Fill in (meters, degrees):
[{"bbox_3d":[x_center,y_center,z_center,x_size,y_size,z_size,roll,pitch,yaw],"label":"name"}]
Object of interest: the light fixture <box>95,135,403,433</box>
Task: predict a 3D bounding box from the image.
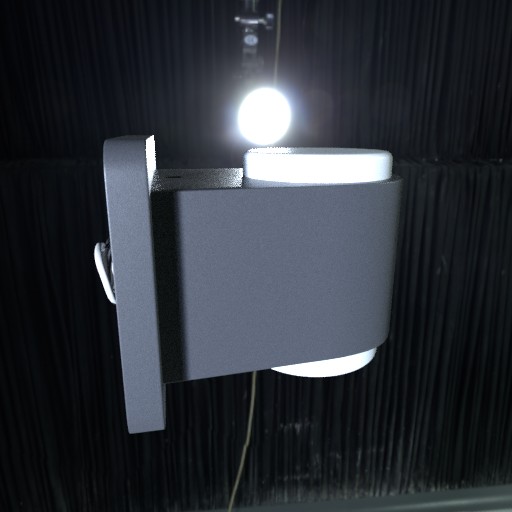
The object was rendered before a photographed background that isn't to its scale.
[{"bbox_3d":[0.000,0.000,0.209,0.132,0.109,0.109,-3,16,-11],"label":"light fixture"}]
